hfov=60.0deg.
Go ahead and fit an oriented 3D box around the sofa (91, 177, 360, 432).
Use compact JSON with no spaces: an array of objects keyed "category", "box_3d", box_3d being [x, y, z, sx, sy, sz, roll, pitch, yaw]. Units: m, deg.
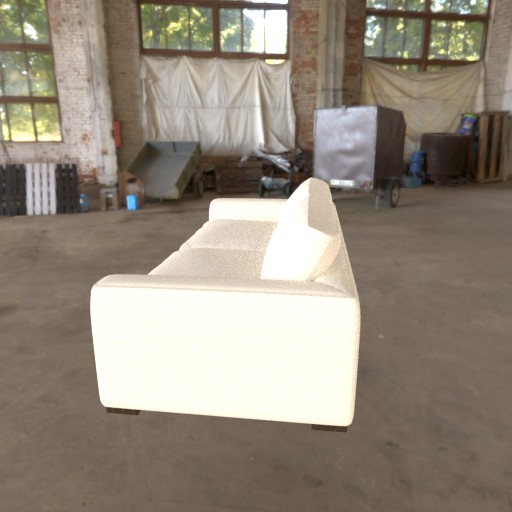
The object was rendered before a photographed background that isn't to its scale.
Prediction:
[{"category":"sofa","box_3d":[0.000,0.000,2.750,1.070,0.801,2.262,2,16,7]}]
